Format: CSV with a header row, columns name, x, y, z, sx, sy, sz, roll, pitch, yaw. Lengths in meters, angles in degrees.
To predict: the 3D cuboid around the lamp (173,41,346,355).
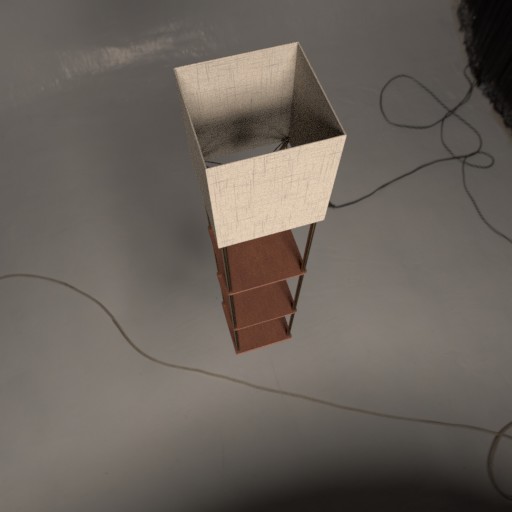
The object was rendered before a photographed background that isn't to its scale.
name,x,y,z,sx,sy,sz,roll,pitch,yaw
lamp,0.000,0.000,1.691,0.310,1.569,0.308,-15,65,-7
